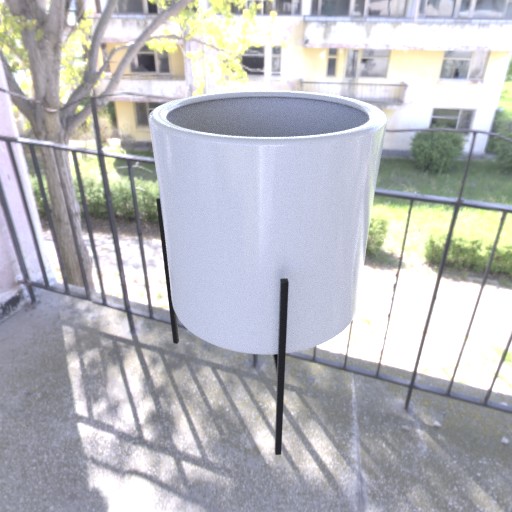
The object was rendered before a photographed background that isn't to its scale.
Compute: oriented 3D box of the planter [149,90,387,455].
[{"bbox_3d":[0.000,0.000,0.746,0.361,0.480,0.360,10,31,17],"label":"planter"}]
